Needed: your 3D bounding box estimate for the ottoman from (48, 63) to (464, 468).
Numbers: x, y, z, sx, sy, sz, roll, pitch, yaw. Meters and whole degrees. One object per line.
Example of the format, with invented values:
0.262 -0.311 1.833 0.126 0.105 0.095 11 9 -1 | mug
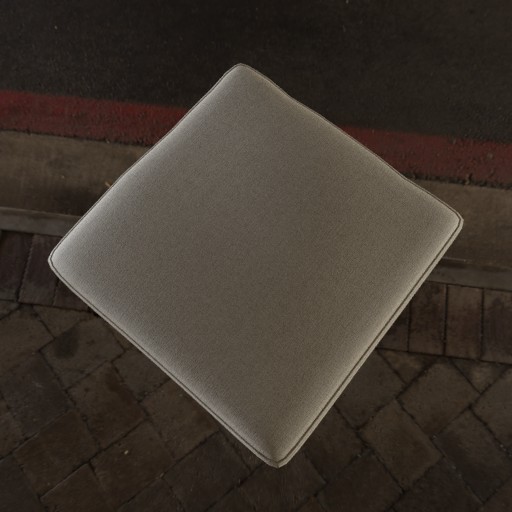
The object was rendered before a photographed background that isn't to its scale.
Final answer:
0.000 0.000 1.370 0.838 0.478 0.838 39 78 10 | ottoman
